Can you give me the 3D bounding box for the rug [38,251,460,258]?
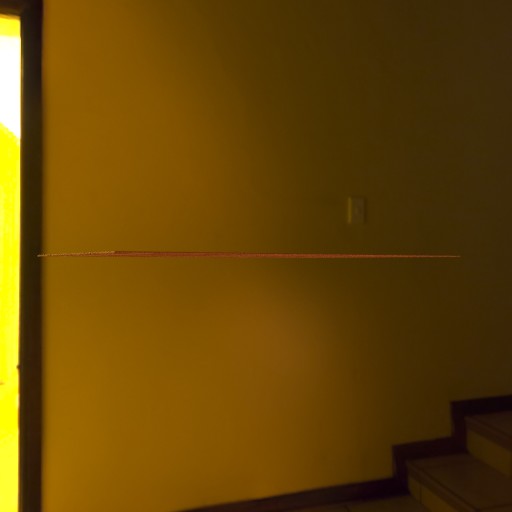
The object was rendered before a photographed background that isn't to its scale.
[{"bbox_3d":[0.000,0.000,3.003,2.438,0.008,1.523,0,-1,-36],"label":"rug"}]
